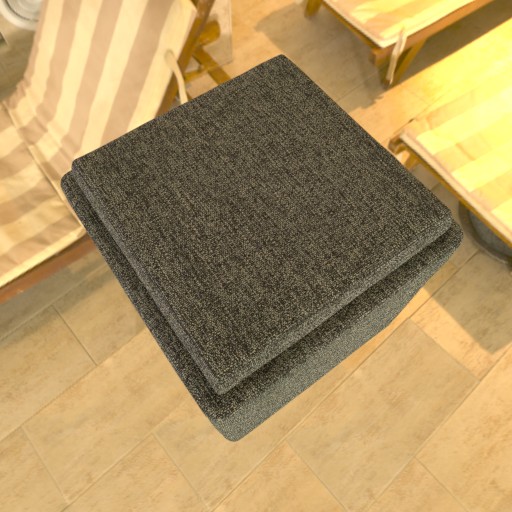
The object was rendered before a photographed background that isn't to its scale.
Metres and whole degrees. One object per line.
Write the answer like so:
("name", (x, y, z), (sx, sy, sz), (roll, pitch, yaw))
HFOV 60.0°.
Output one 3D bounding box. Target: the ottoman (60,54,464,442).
("ottoman", (0.000, 0.000, 0.810), (0.450, 0.463, 0.450), (-33, 68, -15))
